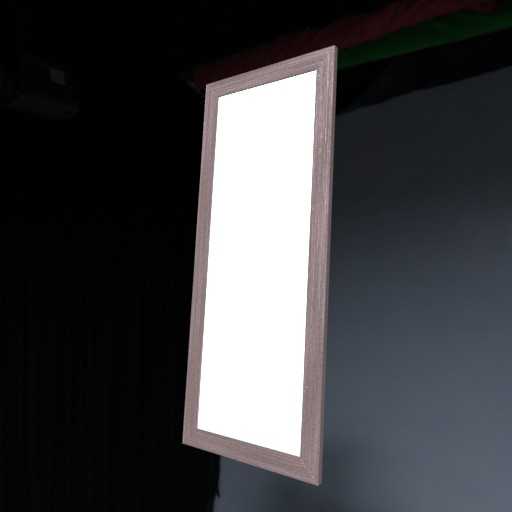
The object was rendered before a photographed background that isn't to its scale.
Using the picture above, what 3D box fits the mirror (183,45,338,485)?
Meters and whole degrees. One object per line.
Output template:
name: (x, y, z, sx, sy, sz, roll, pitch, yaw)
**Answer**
mirror: (0.000, 0.000, 2.274, 0.812, 2.020, 0.221, -1, -2, 35)
